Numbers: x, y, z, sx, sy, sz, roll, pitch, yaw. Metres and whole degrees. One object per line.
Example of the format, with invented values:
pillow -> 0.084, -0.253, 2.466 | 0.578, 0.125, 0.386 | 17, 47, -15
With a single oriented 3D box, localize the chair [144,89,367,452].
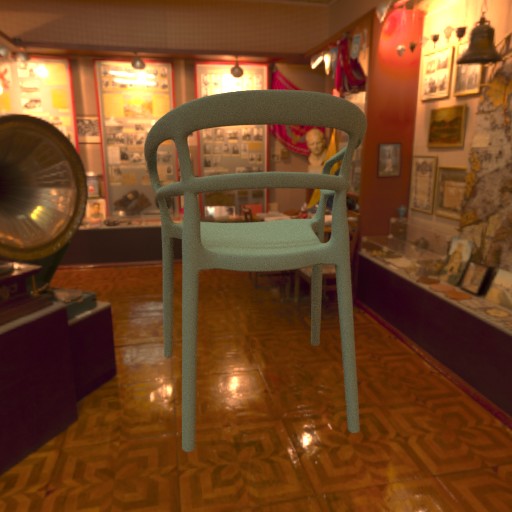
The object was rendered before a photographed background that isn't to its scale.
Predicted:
chair -> 0.000, 0.000, 1.163 | 0.559, 0.761, 0.527 | -2, 14, -10
